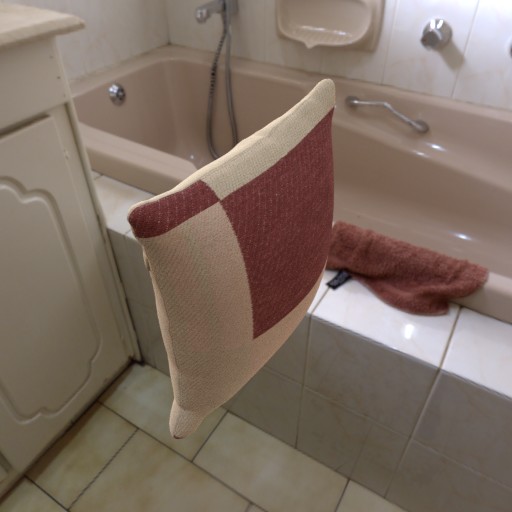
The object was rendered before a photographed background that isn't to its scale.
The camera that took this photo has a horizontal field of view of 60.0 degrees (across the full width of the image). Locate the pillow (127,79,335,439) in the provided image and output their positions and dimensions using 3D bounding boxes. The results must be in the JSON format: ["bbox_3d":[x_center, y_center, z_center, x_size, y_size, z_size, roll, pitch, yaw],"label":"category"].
[{"bbox_3d":[0.000,0.000,0.816,0.229,0.506,0.536,23,45,25],"label":"pillow"}]
